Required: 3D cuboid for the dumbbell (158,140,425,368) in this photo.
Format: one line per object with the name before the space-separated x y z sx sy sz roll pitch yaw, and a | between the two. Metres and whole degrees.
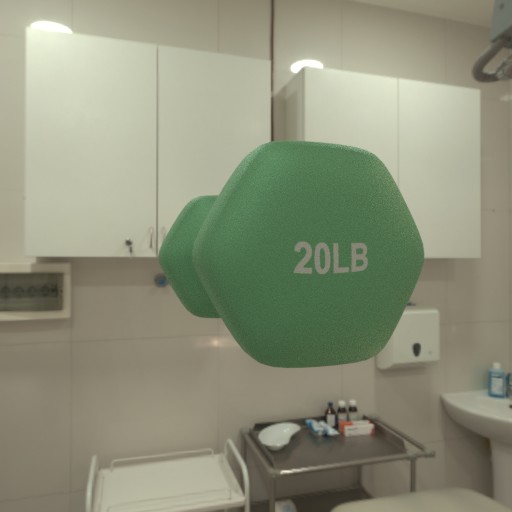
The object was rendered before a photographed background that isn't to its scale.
dumbbell | 0.000 0.000 0.335 0.129 0.117 0.260 0 0 -17
